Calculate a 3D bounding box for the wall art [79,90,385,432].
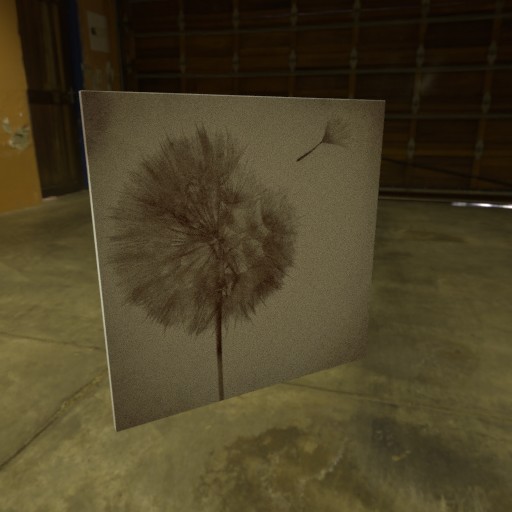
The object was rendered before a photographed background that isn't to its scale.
[{"bbox_3d":[0.000,0.000,1.125,0.762,0.762,0.027,-8,18,-26],"label":"wall art"}]
